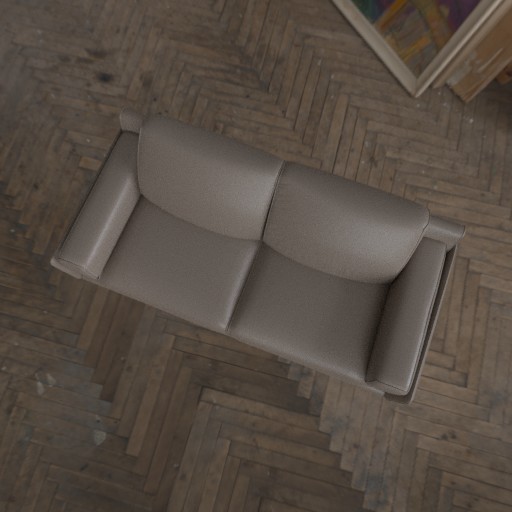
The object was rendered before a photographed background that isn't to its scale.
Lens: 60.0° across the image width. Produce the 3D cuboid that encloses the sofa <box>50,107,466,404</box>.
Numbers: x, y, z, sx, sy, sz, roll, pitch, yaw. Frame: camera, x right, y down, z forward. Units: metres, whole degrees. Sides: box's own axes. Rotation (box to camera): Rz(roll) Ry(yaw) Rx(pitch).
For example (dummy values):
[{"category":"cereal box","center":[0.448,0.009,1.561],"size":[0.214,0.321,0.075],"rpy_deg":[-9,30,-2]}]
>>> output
[{"category":"sofa","center":[0.000,0.000,2.570],"size":[2.101,0.930,1.049],"rpy_deg":[20,77,5]}]
